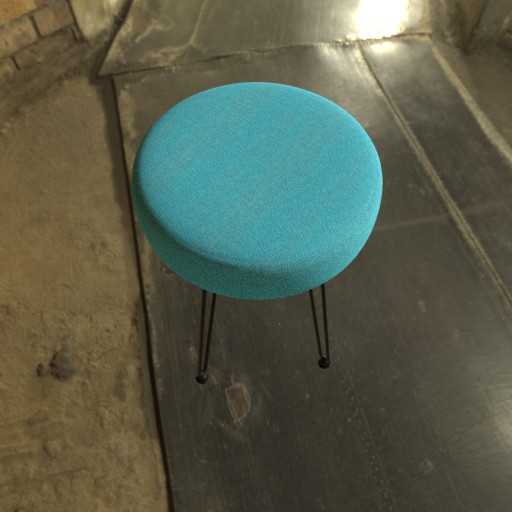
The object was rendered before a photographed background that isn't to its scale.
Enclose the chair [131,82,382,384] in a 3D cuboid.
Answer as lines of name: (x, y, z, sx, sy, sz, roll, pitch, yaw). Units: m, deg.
chair: (0.000, 0.000, 0.695, 0.350, 0.440, 0.350, 34, 64, 19)
